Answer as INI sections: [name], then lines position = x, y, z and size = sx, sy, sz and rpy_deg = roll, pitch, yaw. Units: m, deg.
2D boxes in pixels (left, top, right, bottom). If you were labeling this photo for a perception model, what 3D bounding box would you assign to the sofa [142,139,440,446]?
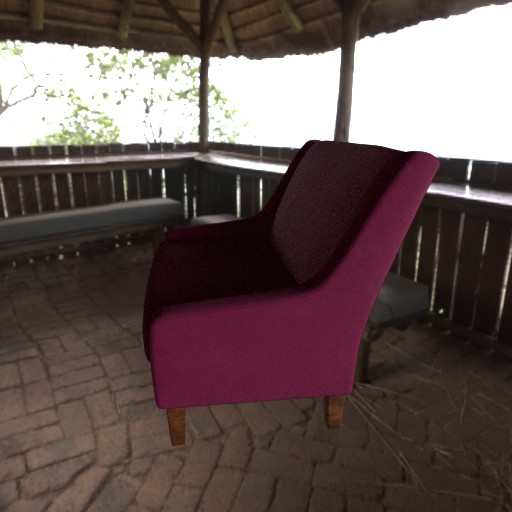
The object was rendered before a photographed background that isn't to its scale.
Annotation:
[sofa]
position = 0.000, 0.000, 1.971
size = 0.946, 0.976, 1.242
rpy_deg = -3, 17, -8
